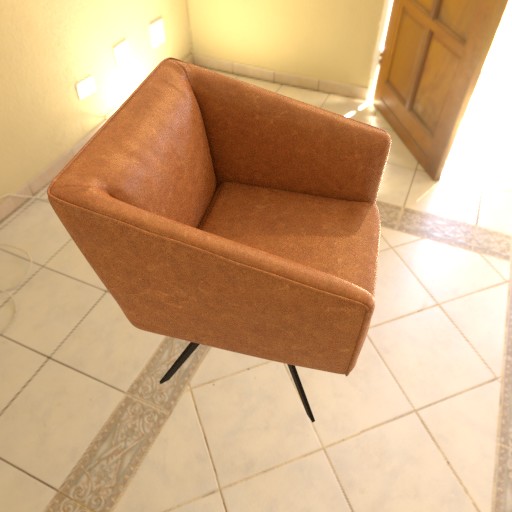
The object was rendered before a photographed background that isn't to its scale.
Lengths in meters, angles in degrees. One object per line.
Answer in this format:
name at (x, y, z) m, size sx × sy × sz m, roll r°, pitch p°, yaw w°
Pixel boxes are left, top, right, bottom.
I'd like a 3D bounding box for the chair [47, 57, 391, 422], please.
chair at (0.000, 0.000, 1.183) m, size 0.625 × 0.760 × 0.588 m, roll 11°, pitch 49°, yaw 10°
